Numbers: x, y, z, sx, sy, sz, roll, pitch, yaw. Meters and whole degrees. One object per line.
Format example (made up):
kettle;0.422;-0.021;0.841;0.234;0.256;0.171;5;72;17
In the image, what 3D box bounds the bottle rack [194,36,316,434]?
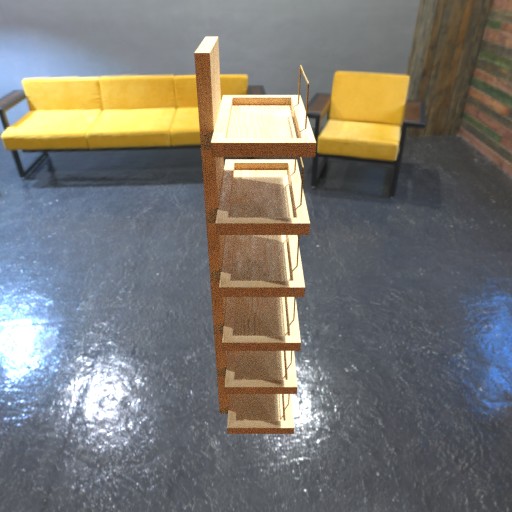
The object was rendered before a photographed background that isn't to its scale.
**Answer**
bottle rack;0.000;0.000;1.083;0.206;0.943;0.330;0;33;0
